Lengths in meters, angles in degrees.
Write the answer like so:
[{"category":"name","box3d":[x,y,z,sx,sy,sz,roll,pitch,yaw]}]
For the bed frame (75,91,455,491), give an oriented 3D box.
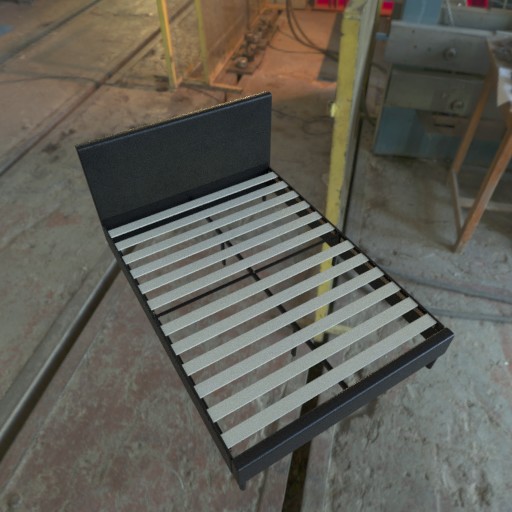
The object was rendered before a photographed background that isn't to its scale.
[{"category":"bed frame","box3d":[0.000,0.000,3.169,1.634,1.127,2.318,-24,50,-21]}]
